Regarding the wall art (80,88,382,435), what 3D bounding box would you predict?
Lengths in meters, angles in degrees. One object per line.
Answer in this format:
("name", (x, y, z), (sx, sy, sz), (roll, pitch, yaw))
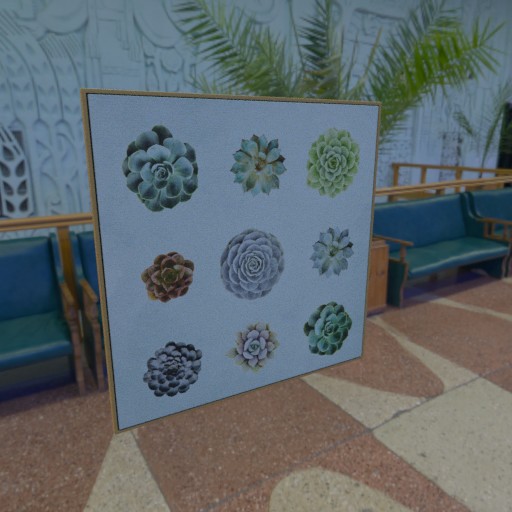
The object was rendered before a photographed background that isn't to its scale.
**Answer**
("wall art", (0.000, 0.000, 0.671), (0.457, 0.455, 0.013), (-8, 17, -28))
